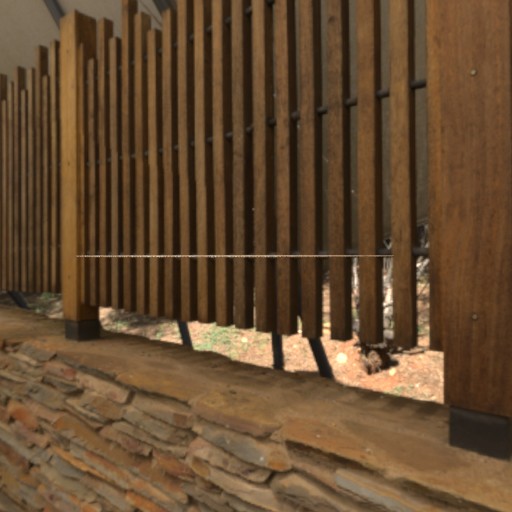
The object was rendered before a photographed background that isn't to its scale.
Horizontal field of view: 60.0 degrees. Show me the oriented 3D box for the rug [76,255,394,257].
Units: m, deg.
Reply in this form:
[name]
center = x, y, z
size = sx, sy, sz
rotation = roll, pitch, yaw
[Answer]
[rug]
center = 0.000, 0.000, 3.050
size = 1.520, 0.006, 2.432
rotation = 0, 0, 36
